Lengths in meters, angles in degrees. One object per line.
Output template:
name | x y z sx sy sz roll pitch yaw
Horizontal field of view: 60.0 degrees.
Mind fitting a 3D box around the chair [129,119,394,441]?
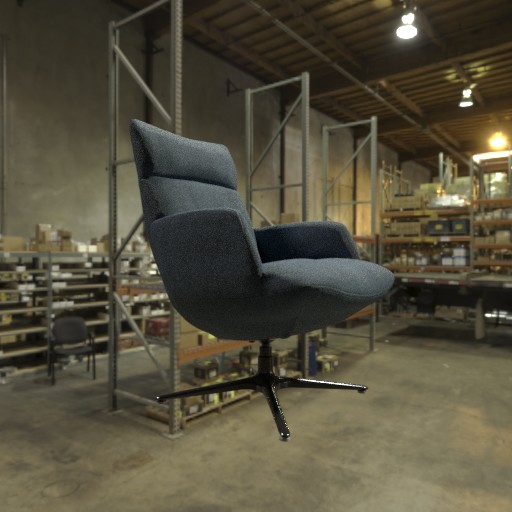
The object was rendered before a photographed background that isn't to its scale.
chair | 0.000 0.000 1.618 0.889 1.016 0.711 0 0 37
